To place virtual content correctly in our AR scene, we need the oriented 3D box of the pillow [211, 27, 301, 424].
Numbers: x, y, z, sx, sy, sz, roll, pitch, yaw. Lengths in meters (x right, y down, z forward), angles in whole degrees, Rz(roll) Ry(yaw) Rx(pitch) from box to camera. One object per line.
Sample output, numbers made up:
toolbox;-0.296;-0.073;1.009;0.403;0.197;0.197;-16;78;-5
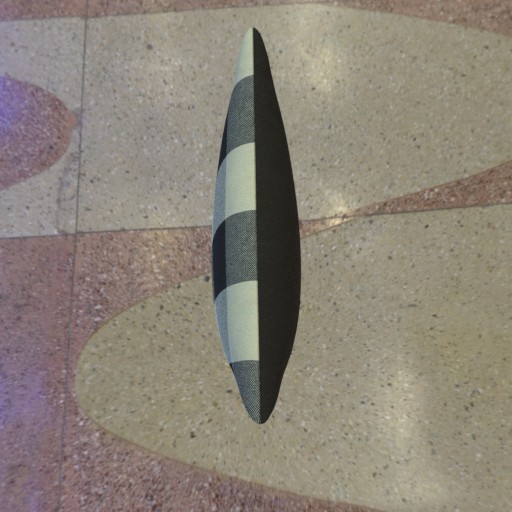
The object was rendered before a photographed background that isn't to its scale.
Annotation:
pillow;0.000;0.000;0.780;0.161;0.509;0.511;-1;74;0
